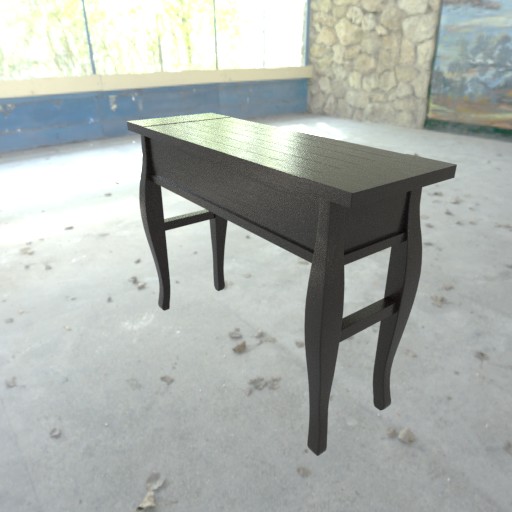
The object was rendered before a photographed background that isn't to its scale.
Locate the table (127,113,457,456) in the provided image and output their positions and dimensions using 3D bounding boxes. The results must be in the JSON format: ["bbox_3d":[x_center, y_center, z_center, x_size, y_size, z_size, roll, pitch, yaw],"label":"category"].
[{"bbox_3d":[0.000,0.000,1.469,0.373,0.768,1.062,-18,31,-33],"label":"table"}]
